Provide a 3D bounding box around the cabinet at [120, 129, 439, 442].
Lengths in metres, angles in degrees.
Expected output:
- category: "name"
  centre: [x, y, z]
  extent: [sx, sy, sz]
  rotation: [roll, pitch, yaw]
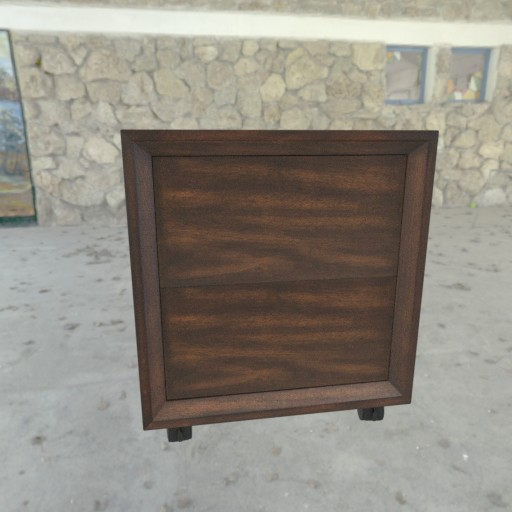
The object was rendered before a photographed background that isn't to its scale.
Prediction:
- category: "cabinet"
  centre: [0.000, 0.000, 0.843]
  extent: [0.402, 0.455, 0.500]
  rotation: [-2, 15, -9]
